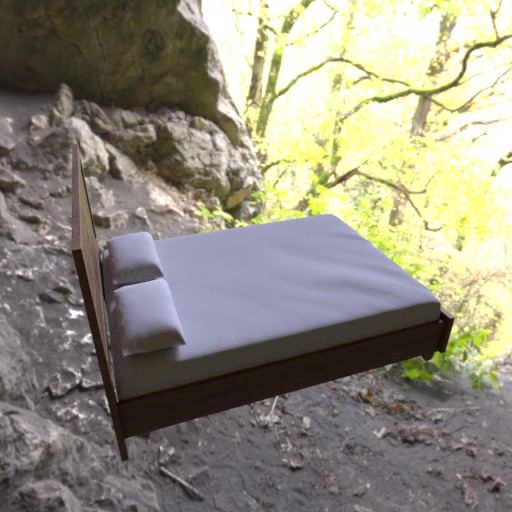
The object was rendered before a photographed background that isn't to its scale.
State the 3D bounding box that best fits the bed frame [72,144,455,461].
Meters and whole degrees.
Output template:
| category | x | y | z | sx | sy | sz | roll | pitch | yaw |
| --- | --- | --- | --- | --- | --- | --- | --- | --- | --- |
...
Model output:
| category | x | y | z | sx | sy | sz | roll | pitch | yaw |
| --- | --- | --- | --- | --- | --- | --- | --- | --- | --- |
| bed frame | 0.000 | 0.000 | 3.258 | 2.276 | 1.417 | 1.696 | -10 | 31 | -17 |
